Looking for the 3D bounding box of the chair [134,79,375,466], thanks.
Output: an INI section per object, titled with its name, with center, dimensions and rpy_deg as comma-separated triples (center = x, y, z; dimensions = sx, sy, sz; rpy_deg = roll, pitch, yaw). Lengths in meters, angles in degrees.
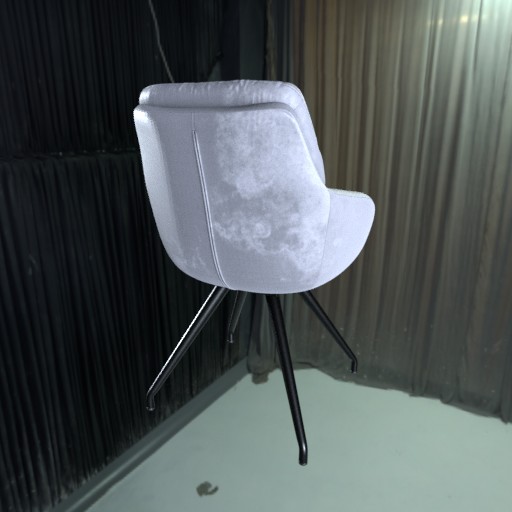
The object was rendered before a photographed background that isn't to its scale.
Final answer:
[chair]
center = 0.000, 0.000, 1.253
dimensions = 0.579, 0.888, 0.569
rpy_deg = 8, 19, 26
